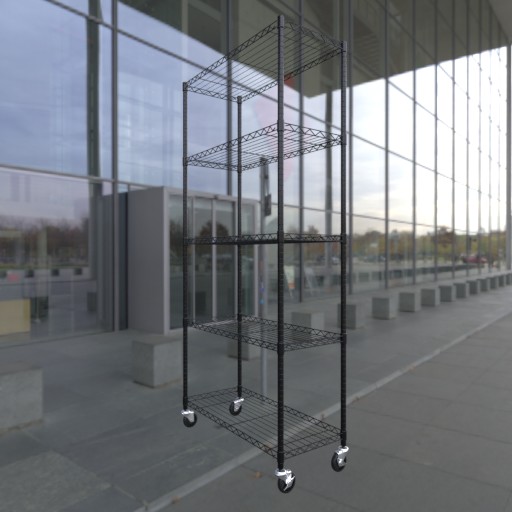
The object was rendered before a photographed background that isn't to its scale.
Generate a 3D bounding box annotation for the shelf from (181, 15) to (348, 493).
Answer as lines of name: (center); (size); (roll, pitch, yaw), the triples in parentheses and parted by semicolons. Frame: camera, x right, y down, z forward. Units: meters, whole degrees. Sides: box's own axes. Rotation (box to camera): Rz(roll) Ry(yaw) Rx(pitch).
shelf: (0.000, 0.000, 1.909); (0.356, 1.645, 0.762); (0, 0, -36)
